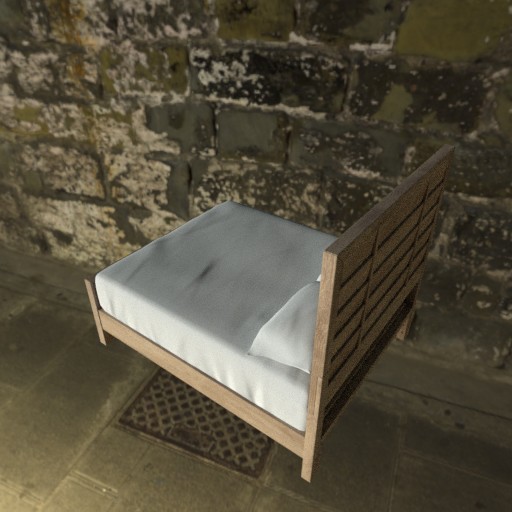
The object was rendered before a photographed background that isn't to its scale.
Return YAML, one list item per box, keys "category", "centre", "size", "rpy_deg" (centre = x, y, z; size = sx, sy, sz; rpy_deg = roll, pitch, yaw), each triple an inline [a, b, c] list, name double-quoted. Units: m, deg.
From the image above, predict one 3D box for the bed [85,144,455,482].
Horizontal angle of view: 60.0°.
- category: "bed"
  centre: [0.000, 0.000, 3.262]
  size: [2.017, 1.631, 1.615]
  rpy_deg: [22, 39, 30]
